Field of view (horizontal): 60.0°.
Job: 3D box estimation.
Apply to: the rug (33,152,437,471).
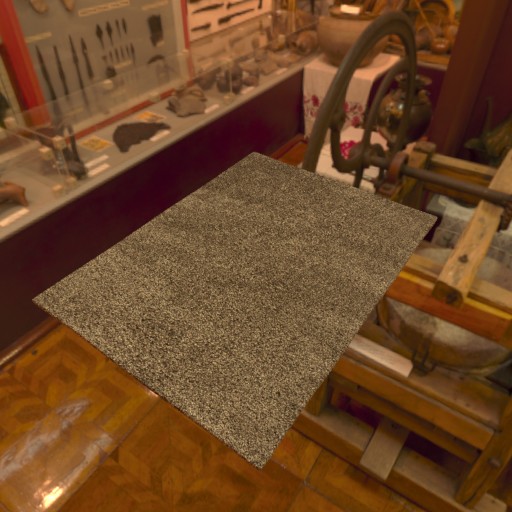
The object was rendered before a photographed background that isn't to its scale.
[{"bbox_3d":[0.000,0.000,2.112,1.198,0.025,1.601,26,48,26],"label":"rug"}]
